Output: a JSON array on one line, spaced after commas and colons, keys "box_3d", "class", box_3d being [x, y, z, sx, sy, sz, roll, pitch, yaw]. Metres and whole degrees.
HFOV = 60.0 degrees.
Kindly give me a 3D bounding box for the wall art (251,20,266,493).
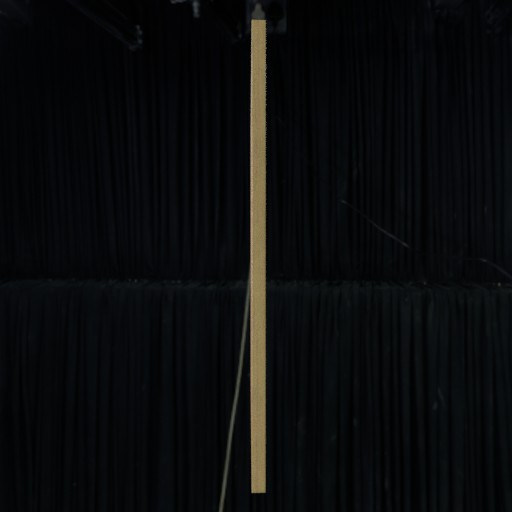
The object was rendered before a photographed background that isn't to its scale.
[{"box_3d": [0.000, 0.000, 1.338, 0.030, 1.002, 0.798, 0, 0, -1], "class": "wall art"}]
